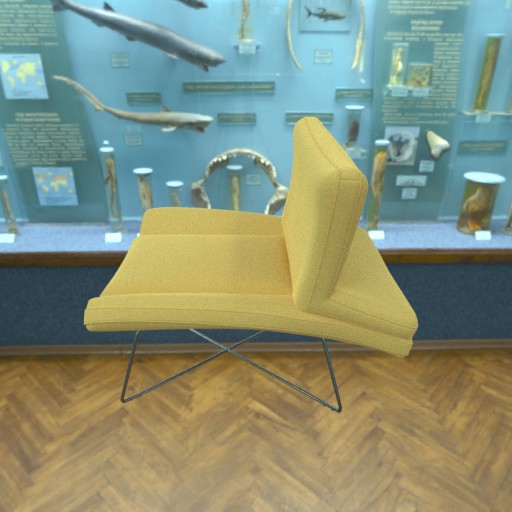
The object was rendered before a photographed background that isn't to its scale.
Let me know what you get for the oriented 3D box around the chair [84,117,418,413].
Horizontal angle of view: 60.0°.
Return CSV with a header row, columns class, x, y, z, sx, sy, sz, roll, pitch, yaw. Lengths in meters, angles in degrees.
class,x,y,z,sx,sy,sz,roll,pitch,yaw
chair,0.000,0.000,1.612,1.008,0.855,0.859,0,26,0
